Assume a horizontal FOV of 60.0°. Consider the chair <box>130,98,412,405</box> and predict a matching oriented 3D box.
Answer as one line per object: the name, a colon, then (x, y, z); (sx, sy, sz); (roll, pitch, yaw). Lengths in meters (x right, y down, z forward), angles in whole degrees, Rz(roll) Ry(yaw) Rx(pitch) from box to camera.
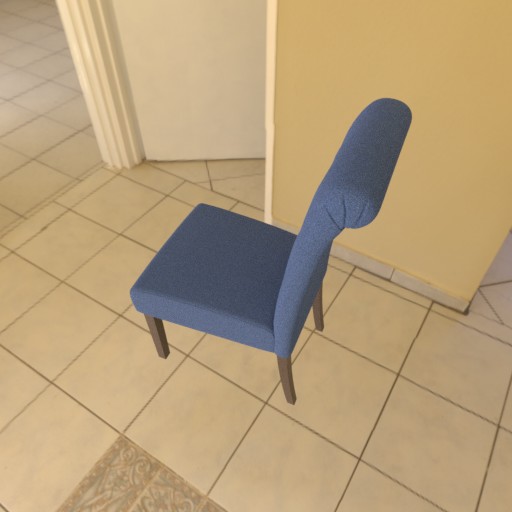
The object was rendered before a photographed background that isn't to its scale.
chair: (0.000, 0.000, 1.378); (0.671, 1.006, 0.456); (17, 49, 16)
